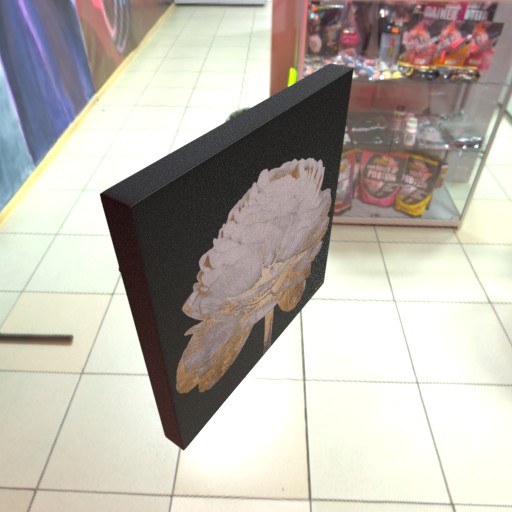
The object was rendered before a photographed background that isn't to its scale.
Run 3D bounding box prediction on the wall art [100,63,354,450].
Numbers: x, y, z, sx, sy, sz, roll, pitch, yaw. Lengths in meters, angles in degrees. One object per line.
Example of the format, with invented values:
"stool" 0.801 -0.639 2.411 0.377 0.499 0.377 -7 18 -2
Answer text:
"wall art" 0.000 0.000 0.613 0.041 0.407 0.406 24 46 26
